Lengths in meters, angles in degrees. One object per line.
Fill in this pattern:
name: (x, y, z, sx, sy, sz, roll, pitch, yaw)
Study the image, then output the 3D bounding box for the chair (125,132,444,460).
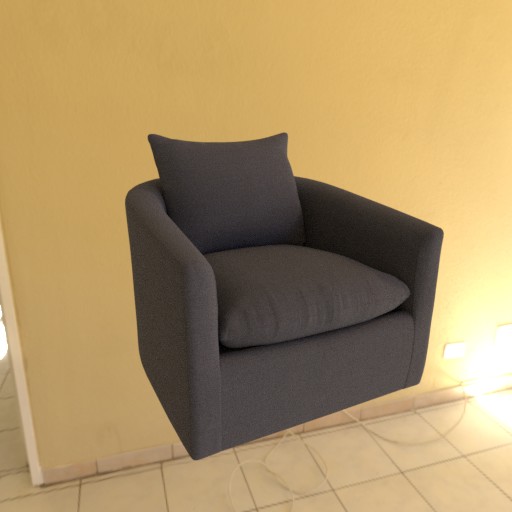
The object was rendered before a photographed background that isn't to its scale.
chair: (0.000, 0.000, 1.583, 0.845, 0.848, 0.910, -8, 18, -26)
